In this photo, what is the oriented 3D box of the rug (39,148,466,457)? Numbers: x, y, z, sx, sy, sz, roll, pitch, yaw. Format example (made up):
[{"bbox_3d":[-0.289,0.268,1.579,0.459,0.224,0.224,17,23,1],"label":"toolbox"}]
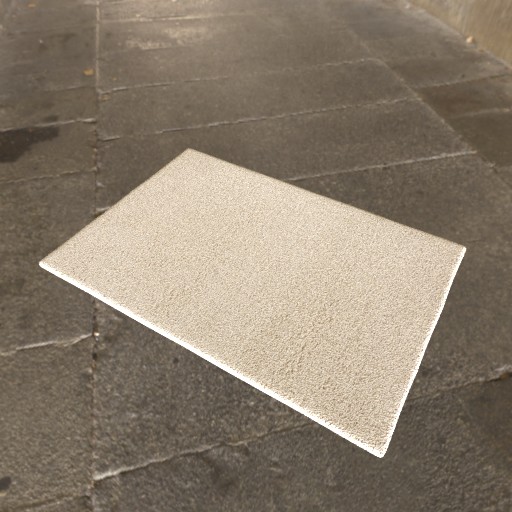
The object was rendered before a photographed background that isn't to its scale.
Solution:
[{"bbox_3d":[0.000,0.000,2.227,1.778,0.030,1.219,24,50,21],"label":"rug"}]
